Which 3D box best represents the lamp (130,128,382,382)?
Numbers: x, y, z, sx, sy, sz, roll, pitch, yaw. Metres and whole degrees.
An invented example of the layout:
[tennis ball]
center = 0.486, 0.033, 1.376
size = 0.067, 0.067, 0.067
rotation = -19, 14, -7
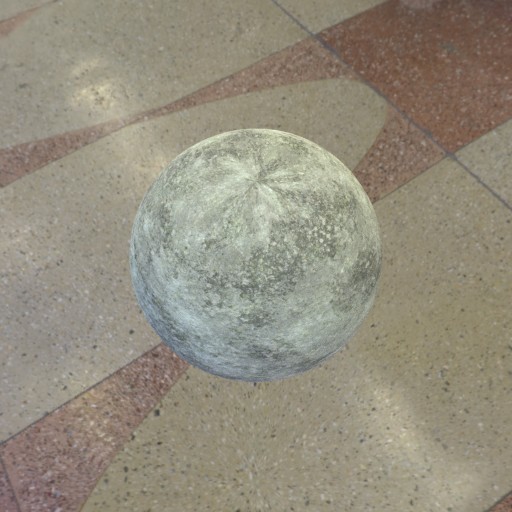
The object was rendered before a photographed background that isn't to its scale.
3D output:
[lamp]
center = 0.000, 0.000, 0.769
size = 0.422, 0.429, 0.422
rotation = 0, 63, 0
